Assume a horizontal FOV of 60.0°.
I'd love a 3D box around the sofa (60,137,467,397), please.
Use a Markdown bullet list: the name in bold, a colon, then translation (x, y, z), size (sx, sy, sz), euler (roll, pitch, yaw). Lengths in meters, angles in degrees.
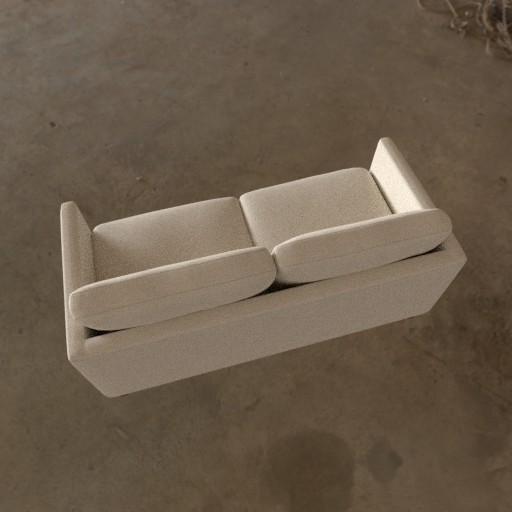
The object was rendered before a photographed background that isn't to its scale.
- **sofa**: translation (0.000, 0.000, 2.528), size (1.981, 0.889, 0.965), euler (-13, 58, -8)
